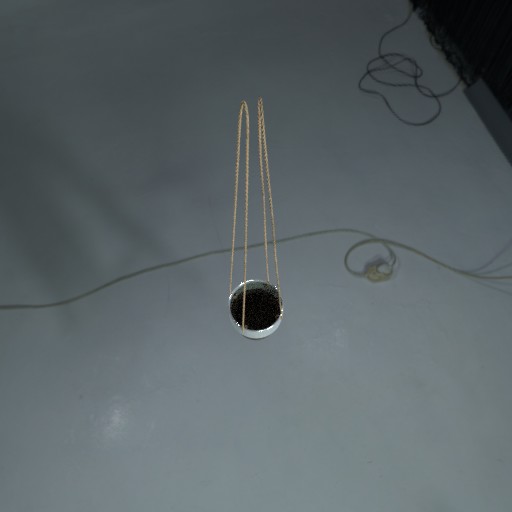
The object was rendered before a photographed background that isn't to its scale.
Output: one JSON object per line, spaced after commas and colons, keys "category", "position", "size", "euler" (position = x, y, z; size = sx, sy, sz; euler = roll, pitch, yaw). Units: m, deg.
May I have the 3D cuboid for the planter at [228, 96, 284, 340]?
{"category": "planter", "position": [0.000, 0.000, 1.149], "size": [0.187, 1.073, 0.187], "euler": [-17, 65, -8]}
